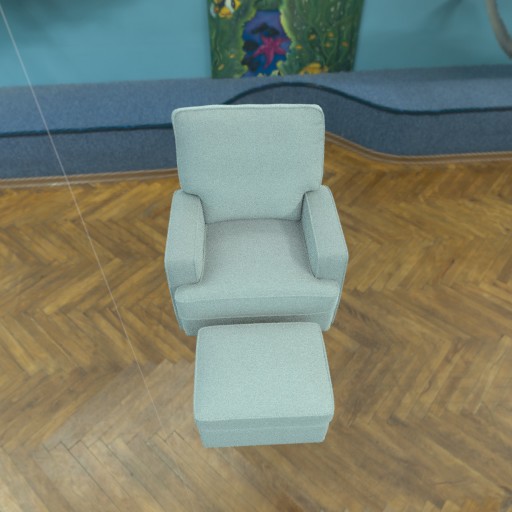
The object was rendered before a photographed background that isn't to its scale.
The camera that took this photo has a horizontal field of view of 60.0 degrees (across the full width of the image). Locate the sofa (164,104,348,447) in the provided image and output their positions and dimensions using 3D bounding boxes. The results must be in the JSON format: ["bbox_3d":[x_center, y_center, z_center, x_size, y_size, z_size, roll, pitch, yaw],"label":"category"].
[{"bbox_3d":[0.000,0.000,2.108,0.861,0.959,1.472,-2,47,-2],"label":"sofa"}]
